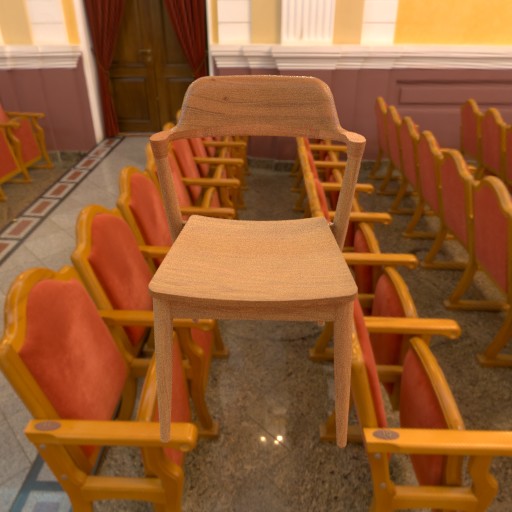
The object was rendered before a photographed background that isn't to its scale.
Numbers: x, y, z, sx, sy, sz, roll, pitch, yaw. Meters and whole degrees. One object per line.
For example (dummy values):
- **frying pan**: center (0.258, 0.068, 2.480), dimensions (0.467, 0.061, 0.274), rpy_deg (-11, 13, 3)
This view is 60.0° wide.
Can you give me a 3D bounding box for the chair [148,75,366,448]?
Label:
- **chair**: center (0.000, 0.000, 1.114), dimensions (0.512, 0.792, 0.499), rpy_deg (1, 29, 2)
